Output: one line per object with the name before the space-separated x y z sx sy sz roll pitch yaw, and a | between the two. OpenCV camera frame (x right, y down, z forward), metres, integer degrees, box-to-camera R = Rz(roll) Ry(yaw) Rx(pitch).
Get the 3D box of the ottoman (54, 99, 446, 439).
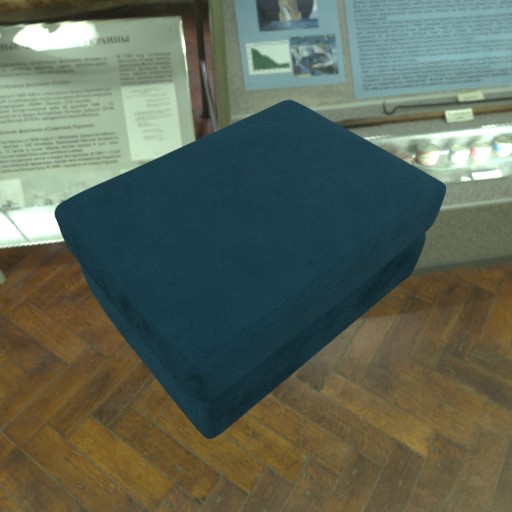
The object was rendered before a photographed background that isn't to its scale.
ottoman | 0.000 0.000 1.173 0.773 0.503 0.572 -33 55 -26
